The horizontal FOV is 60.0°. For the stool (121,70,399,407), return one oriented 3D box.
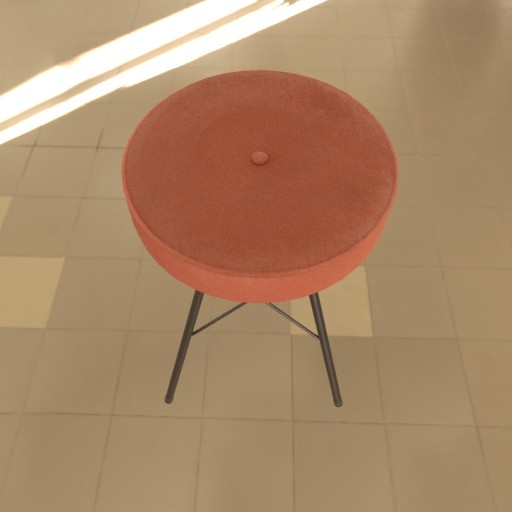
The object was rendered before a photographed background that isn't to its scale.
[{"bbox_3d":[0.000,0.000,0.898,0.421,0.593,0.457,1,59,1],"label":"stool"}]
